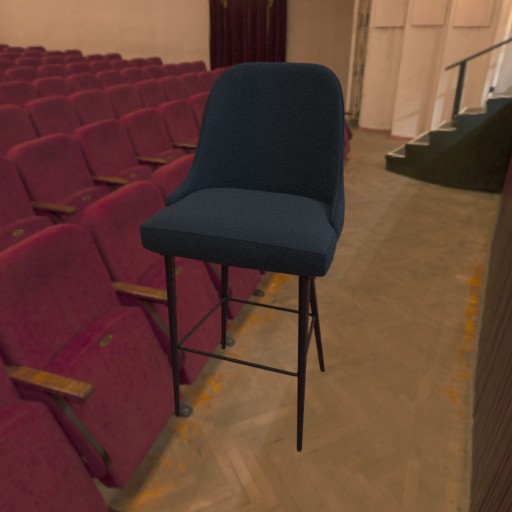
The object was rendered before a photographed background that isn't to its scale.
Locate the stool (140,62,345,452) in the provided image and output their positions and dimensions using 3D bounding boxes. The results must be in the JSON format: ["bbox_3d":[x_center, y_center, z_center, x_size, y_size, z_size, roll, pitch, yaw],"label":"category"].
[{"bbox_3d":[0.000,0.000,1.375,0.527,1.079,0.489,9,28,17],"label":"stool"}]
